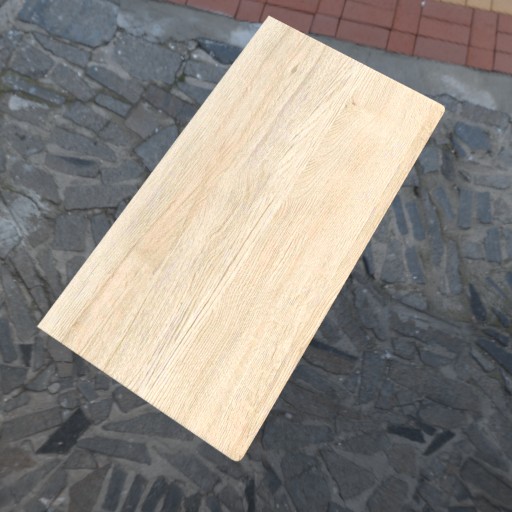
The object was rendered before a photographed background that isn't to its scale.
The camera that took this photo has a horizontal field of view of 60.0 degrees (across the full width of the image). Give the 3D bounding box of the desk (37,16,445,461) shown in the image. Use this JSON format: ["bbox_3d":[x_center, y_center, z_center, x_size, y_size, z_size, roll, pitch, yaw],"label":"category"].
[{"bbox_3d":[0.000,0.000,1.320,0.480,0.770,0.885,31,77,8],"label":"desk"}]
